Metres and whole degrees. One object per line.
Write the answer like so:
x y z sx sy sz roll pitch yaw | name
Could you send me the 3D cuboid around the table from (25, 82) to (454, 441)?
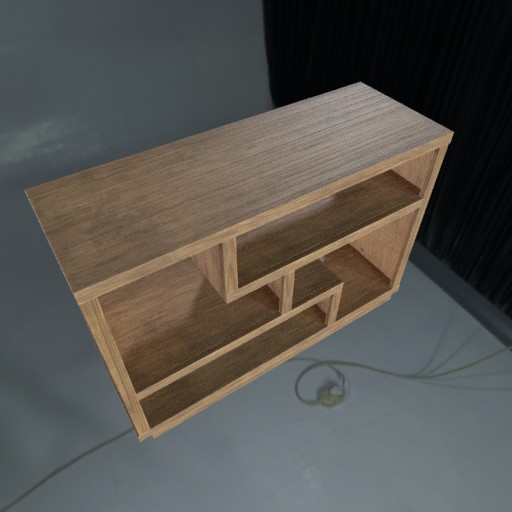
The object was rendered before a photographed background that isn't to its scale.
0.000 0.000 1.504 1.151 0.771 0.410 -25 51 -22 | table
